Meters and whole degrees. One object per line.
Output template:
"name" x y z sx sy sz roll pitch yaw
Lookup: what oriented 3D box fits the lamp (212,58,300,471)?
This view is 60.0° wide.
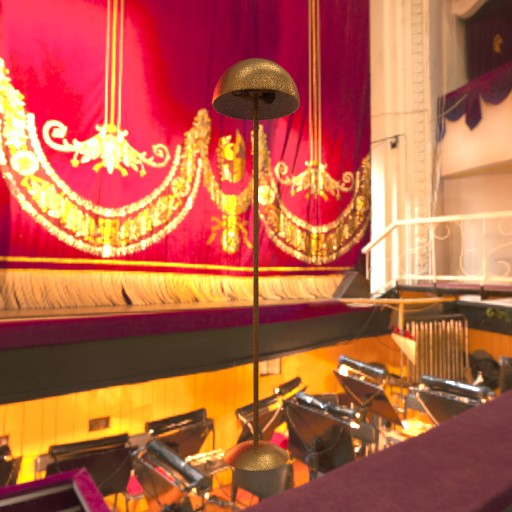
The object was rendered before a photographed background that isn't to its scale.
"lamp" 0.000 0.000 1.658 0.328 1.480 0.328 1 -2 -36
